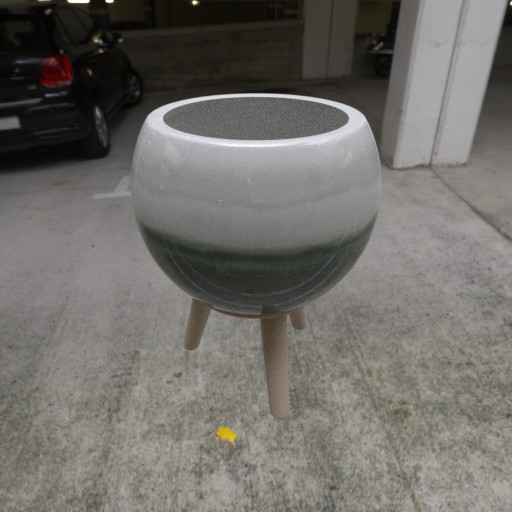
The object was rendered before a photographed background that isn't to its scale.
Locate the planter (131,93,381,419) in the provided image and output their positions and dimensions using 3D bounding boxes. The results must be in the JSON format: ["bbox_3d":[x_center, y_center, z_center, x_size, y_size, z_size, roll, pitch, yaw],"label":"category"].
[{"bbox_3d":[0.000,0.000,0.442,0.222,0.278,0.222,0,30,0],"label":"planter"}]
